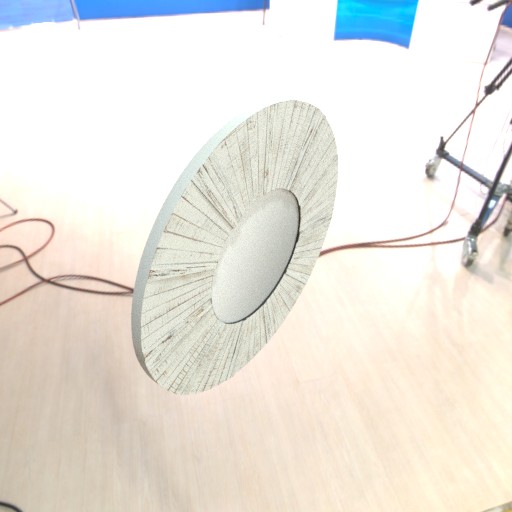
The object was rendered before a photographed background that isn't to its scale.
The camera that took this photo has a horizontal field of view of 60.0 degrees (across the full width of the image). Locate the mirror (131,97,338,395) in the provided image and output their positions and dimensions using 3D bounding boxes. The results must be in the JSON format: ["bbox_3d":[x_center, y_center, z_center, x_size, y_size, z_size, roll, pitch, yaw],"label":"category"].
[{"bbox_3d":[0.000,0.000,1.333,0.038,0.914,0.914,27,48,27],"label":"mirror"}]
